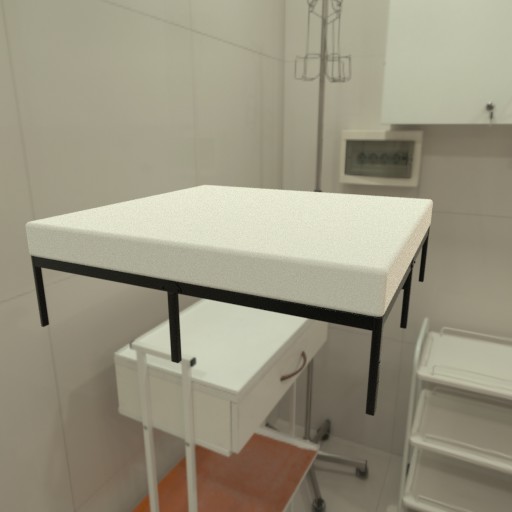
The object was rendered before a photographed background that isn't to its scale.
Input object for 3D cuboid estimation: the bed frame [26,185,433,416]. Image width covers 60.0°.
[{"bbox_3d":[0.000,0.000,3.075,2.079,0.659,1.963,8,18,25],"label":"bed frame"}]
